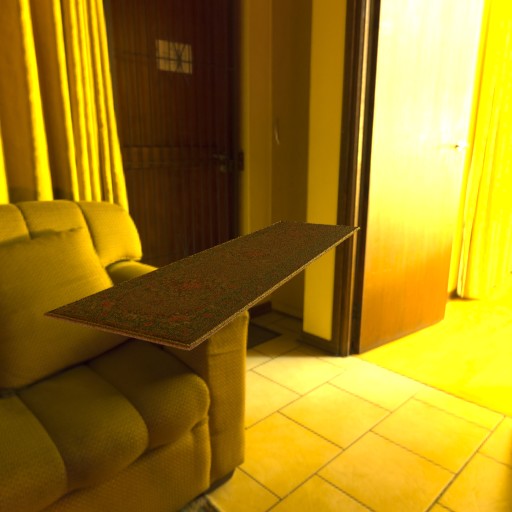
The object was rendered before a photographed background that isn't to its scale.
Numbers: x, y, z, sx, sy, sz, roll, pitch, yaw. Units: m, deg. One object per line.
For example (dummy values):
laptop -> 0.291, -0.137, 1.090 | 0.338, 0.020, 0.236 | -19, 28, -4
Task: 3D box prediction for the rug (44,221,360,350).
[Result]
rug -> 0.000, 0.000, 2.515 | 0.659, 0.019, 2.297 | 7, 16, 25
